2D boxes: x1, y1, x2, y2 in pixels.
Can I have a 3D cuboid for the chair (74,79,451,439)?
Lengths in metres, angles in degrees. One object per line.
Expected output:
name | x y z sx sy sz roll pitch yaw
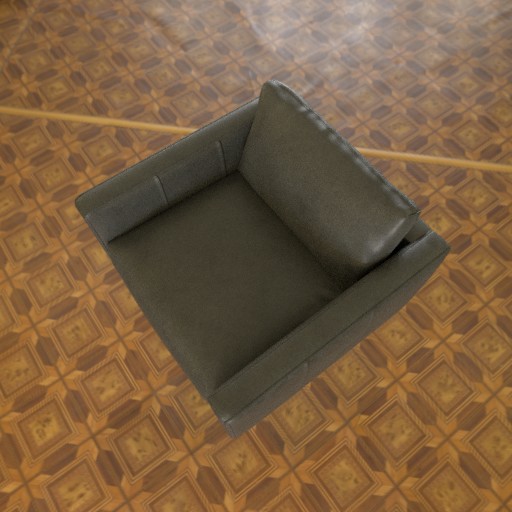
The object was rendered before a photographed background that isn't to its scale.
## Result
chair | 0.000 0.000 1.535 0.861 0.824 0.967 -34 68 -16
